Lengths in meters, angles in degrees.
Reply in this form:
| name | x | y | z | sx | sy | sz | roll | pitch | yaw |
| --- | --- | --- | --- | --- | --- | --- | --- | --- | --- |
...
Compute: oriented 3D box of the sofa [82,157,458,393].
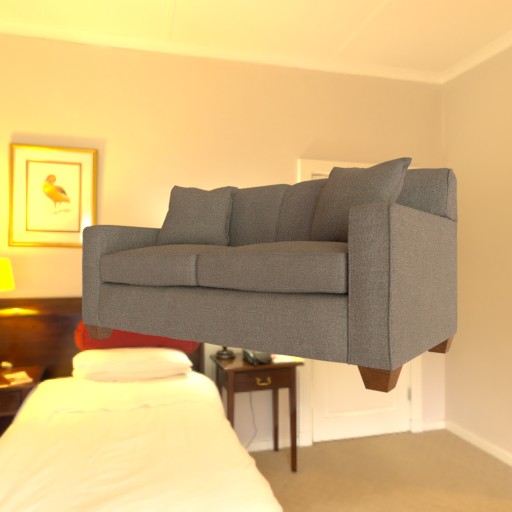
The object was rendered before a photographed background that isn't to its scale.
| name | x | y | z | sx | sy | sz | roll | pitch | yaw |
| --- | --- | --- | --- | --- | --- | --- | --- | --- | --- |
| sofa | 0.000 | 0.000 | 2.398 | 1.846 | 0.958 | 1.000 | 0 | 0 | 37 |
